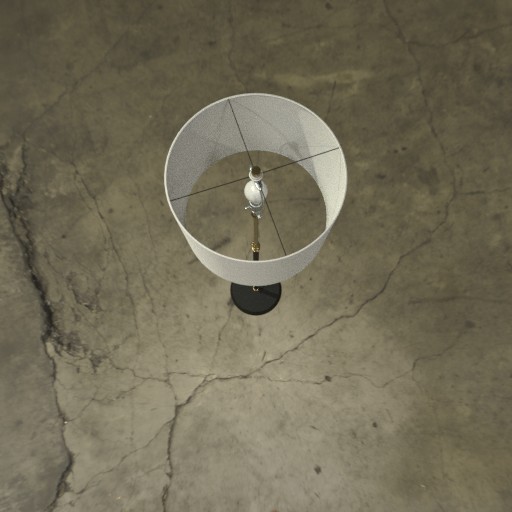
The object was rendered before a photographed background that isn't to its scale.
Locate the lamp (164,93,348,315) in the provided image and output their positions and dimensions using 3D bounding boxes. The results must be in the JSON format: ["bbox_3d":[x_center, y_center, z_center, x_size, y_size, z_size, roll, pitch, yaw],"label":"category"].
[{"bbox_3d":[0.000,0.000,1.696,0.404,1.517,0.404,-18,77,-5],"label":"lamp"}]
